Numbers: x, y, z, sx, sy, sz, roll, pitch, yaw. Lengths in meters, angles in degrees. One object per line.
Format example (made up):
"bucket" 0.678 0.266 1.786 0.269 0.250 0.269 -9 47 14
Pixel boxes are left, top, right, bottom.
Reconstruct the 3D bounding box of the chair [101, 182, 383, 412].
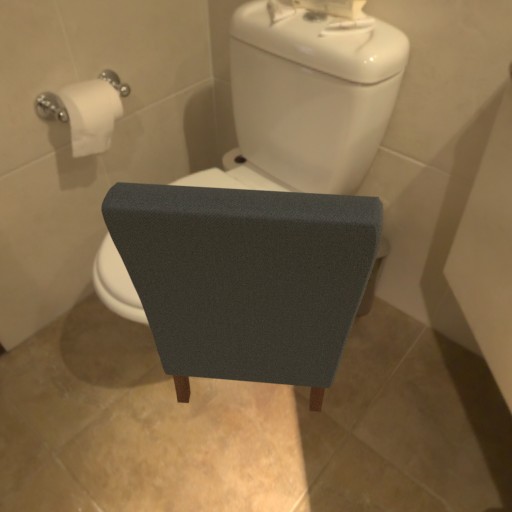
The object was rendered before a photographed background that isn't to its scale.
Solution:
"chair" 0.000 0.000 1.174 0.513 0.804 0.592 3 47 3
